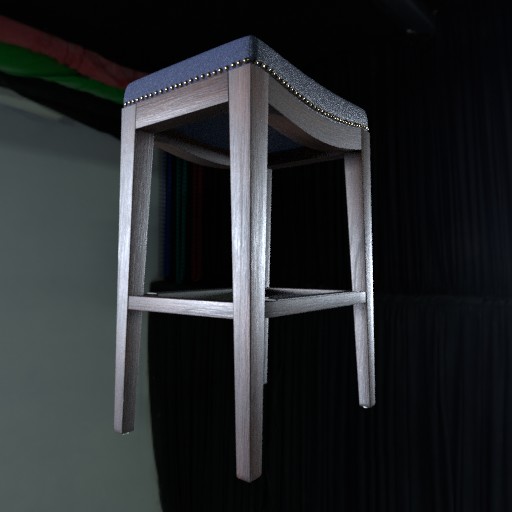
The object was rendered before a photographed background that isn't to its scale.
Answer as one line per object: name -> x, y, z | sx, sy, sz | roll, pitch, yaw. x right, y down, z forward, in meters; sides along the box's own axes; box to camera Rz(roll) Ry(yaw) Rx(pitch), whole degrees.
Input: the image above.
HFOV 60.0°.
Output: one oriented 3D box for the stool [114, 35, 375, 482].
stool -> 0.000, 0.000, 1.012 | 0.358, 0.740, 0.498 | -1, -2, 37
